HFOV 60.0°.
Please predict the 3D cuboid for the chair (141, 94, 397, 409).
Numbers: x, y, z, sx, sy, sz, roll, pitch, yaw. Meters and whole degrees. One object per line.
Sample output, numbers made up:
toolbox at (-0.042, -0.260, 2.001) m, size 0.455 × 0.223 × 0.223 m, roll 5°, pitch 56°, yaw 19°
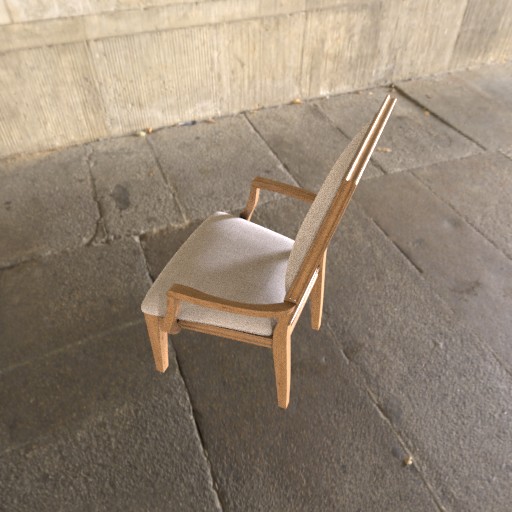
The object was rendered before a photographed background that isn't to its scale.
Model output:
chair at (0.000, 0.000, 1.414) m, size 0.602 × 0.990 × 0.606 m, roll 17°, pitch 46°, yaw 17°
